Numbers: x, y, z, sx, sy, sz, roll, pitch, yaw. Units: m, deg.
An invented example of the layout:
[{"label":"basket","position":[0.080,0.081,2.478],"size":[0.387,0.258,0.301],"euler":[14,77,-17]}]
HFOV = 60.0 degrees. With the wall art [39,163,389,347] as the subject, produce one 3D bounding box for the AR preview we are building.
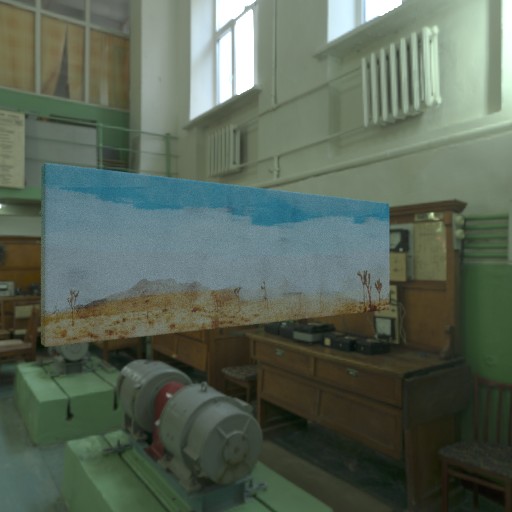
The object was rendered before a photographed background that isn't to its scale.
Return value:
[{"label":"wall art","position":[0.000,0.000,0.851],"size":[0.759,0.254,0.044],"euler":[0,0,-36]}]
